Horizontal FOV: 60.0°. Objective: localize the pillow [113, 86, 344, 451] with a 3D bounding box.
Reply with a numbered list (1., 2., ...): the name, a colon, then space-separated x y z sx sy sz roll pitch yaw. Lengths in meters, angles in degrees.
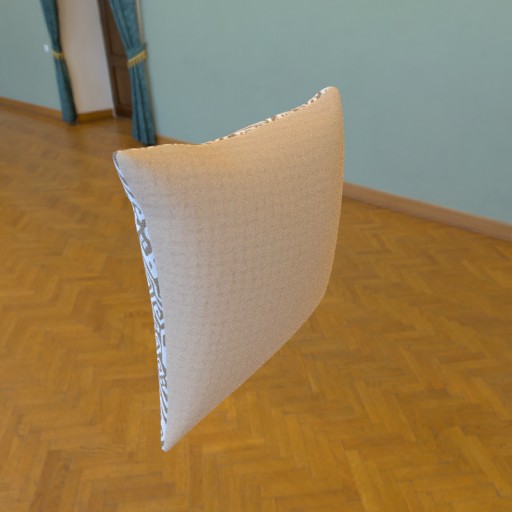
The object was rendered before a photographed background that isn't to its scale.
1. pillow: 0.000 0.000 0.634 0.173 0.407 0.419 21 36 31
